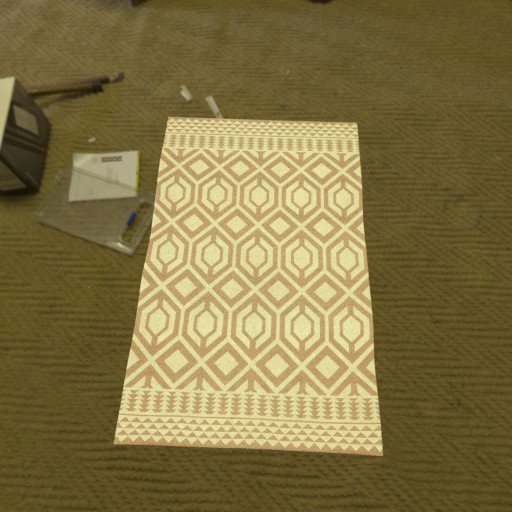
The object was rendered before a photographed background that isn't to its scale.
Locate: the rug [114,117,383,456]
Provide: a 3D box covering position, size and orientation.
[{"bbox_3d":[0.000,0.000,3.024,1.526,0.011,2.435,2,64,1],"label":"rug"}]
